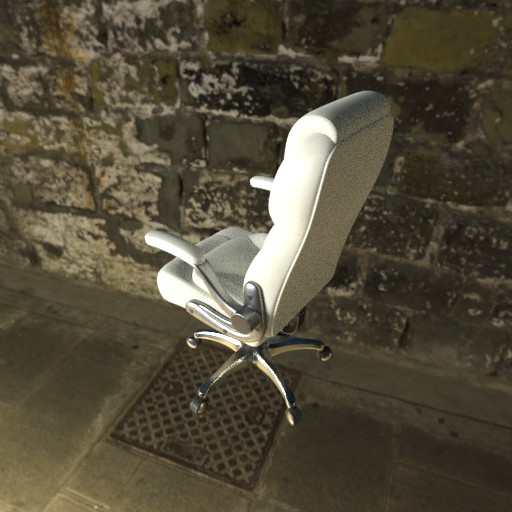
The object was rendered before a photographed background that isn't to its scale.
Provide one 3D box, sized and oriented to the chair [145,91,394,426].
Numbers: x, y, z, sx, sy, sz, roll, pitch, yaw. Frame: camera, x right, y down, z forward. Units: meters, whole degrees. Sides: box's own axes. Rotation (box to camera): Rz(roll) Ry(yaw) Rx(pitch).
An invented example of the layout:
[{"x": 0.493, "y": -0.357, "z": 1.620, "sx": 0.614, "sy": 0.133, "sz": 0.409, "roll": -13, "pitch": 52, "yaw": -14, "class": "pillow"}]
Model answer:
[{"x": 0.000, "y": 0.000, "z": 1.834, "sx": 0.806, "sy": 1.330, "sz": 0.755, "roll": 20, "pitch": 37, "yaw": 29, "class": "chair"}]
